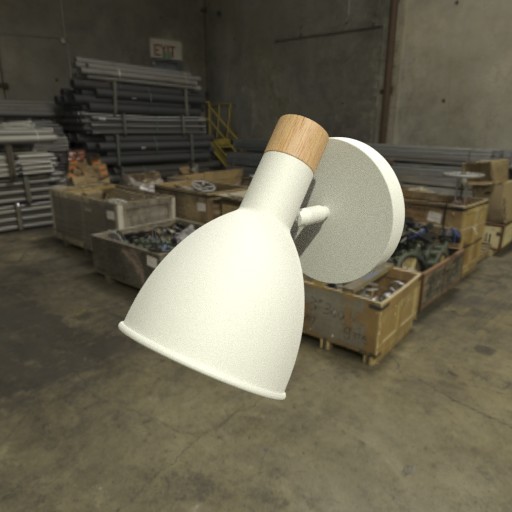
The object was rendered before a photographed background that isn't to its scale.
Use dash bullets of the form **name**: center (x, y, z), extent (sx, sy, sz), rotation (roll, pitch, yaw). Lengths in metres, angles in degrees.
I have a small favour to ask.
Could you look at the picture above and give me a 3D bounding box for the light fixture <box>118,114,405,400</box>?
- **light fixture**: center (0.000, 0.000, 0.325), extent (0.127, 0.199, 0.209), rotation (15, 22, 41)
